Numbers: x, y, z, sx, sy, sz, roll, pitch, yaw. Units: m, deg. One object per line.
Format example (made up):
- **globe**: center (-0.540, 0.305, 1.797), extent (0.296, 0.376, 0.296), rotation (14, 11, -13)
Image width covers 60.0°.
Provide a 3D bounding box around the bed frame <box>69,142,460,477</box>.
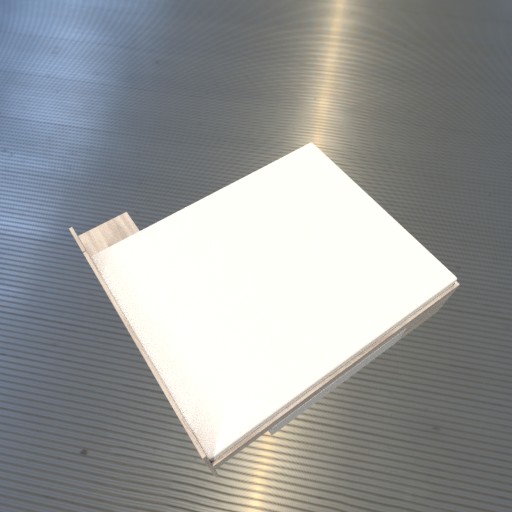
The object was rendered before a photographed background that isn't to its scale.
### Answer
- **bed frame**: center (0.000, 0.000, 3.255), extent (2.050, 0.860, 2.040), rotation (-31, 63, -18)
